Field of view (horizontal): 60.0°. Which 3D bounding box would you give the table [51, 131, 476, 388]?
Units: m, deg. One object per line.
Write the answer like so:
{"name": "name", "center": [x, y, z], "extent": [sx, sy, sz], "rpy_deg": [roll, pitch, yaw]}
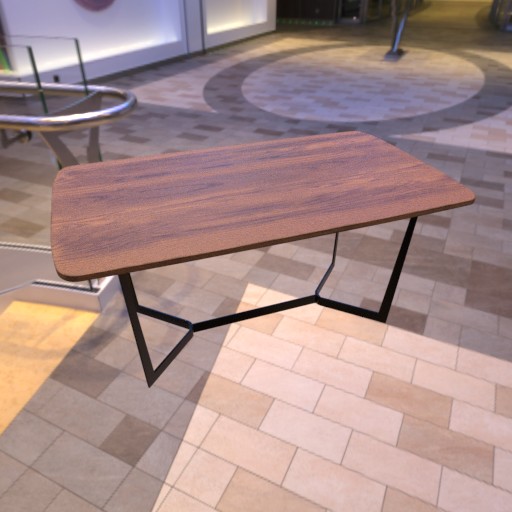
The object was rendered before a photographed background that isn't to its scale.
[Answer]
{"name": "table", "center": [0.000, 0.000, 2.114], "extent": [1.643, 0.765, 0.949], "rpy_deg": [-11, 35, -17]}
